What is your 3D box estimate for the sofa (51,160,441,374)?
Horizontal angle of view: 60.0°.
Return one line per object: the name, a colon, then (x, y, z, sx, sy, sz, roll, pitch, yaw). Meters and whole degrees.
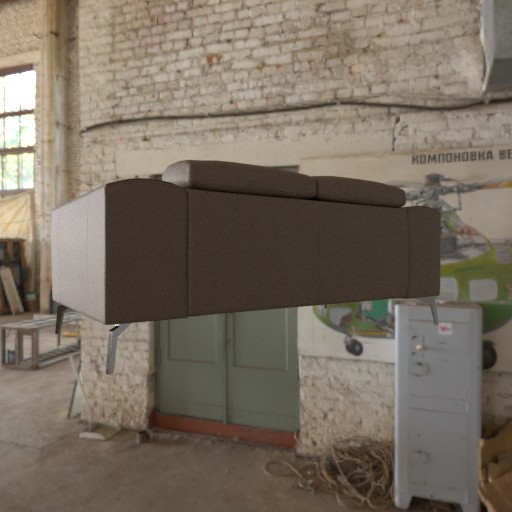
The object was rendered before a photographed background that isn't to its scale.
sofa: (0.000, 0.000, 2.381, 1.895, 0.779, 1.003, 0, 0, -34)
